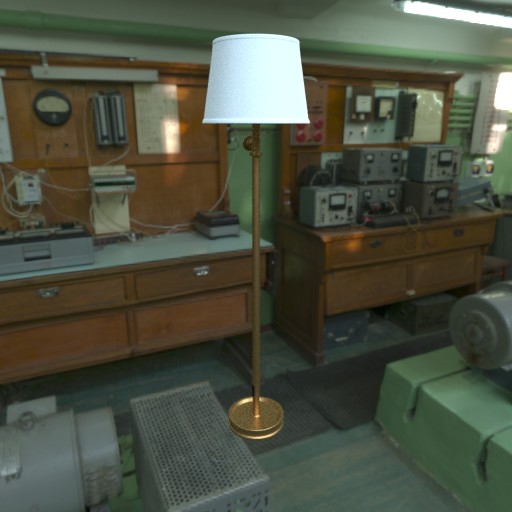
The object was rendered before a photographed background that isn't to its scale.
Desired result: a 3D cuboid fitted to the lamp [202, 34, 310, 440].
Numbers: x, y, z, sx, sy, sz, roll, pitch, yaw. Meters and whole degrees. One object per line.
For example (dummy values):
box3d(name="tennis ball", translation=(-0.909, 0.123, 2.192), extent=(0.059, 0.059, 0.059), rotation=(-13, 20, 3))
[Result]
box3d(name="lamp", translation=(0.000, 0.000, 0.807), extent=(0.178, 0.710, 0.178), rotation=(0, 17, 0))
